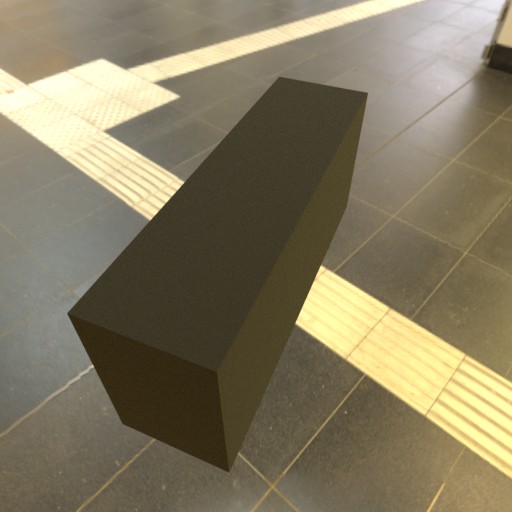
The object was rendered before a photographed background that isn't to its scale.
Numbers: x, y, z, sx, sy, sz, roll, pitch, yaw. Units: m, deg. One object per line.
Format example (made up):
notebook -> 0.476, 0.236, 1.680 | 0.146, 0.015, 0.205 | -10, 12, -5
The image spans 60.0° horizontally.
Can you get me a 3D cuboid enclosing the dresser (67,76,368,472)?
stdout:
dresser -> 0.000, 0.000, 1.918 | 0.463, 0.872, 1.558 | 17, 48, 16
